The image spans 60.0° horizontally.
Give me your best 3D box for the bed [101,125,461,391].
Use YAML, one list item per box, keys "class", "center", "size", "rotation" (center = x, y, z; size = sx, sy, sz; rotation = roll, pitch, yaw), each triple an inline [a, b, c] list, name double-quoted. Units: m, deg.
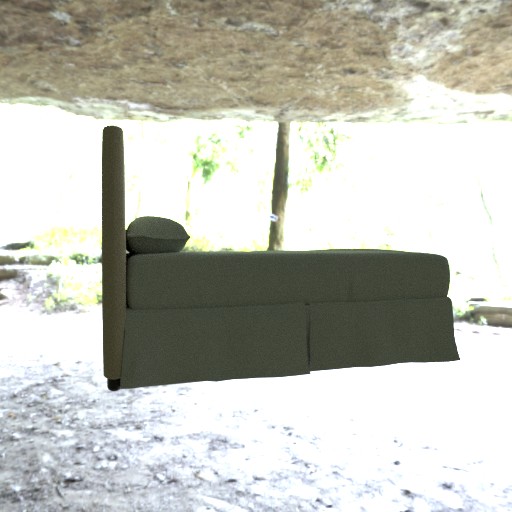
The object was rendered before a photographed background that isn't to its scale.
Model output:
- class: "bed"
  center: [0.000, 0.000, 3.304]
  size: [2.142, 1.330, 1.884]
  rotation: [0, 1, -18]
